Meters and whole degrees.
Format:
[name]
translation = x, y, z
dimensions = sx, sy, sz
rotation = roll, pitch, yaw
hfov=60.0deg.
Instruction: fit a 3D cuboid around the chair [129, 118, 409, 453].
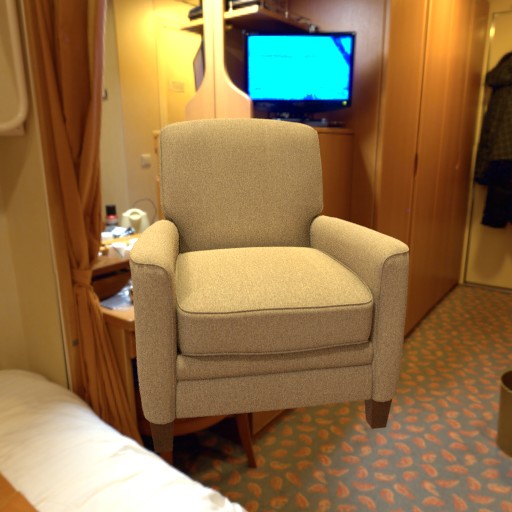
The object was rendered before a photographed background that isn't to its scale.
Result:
[chair]
translation = 0.000, 0.000, 1.631
dimensions = 0.848, 1.014, 0.864
rotation = -2, 14, -9
